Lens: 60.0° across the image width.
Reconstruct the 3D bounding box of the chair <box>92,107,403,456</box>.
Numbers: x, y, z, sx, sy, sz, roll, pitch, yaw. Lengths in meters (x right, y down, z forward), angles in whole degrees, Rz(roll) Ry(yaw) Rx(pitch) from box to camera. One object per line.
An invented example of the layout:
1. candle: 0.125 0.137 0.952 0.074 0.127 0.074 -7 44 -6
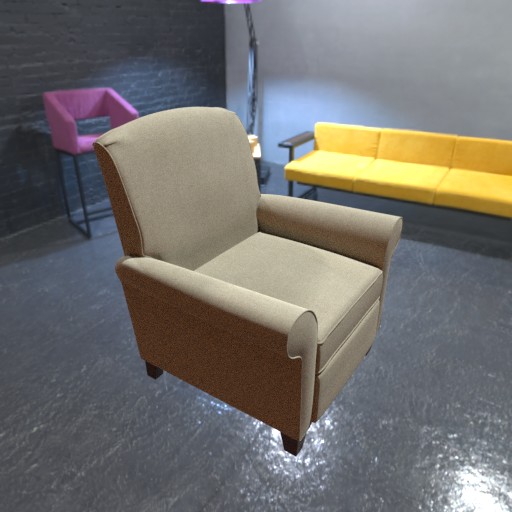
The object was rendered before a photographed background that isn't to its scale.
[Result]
1. chair: 0.000 0.000 1.787 0.905 1.061 0.978 17 32 30
